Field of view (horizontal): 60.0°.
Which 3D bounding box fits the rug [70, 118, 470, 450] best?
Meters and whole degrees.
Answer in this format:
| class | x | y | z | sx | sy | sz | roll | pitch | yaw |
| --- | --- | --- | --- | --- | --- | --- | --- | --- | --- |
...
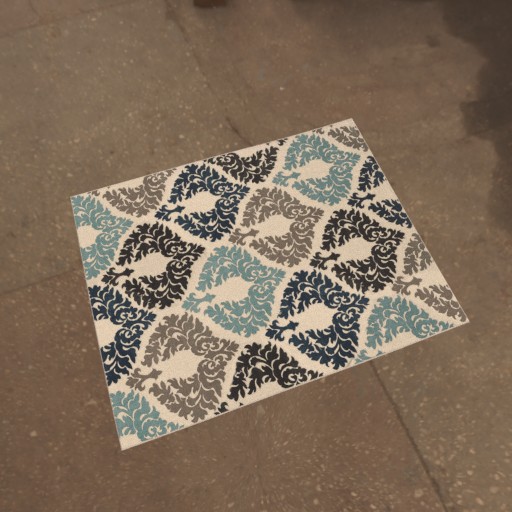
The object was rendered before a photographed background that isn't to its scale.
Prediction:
| class | x | y | z | sx | sy | sz | roll | pitch | yaw |
| --- | --- | --- | --- | --- | --- | --- | --- | --- | --- |
| rug | 0.000 | 0.000 | 4.070 | 3.040 | 0.014 | 2.423 | -18 | 66 | -8 |
